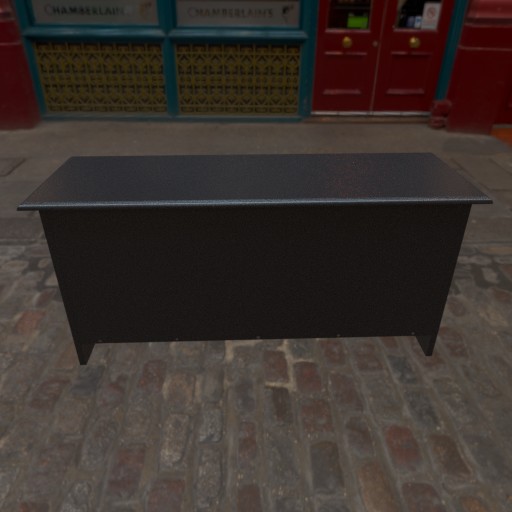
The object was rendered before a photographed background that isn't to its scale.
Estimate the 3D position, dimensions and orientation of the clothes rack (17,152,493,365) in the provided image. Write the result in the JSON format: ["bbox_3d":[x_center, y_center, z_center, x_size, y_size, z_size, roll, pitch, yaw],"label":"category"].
[{"bbox_3d":[0.000,0.000,1.441,1.219,0.556,0.406,-1,30,-2],"label":"clothes rack"}]
